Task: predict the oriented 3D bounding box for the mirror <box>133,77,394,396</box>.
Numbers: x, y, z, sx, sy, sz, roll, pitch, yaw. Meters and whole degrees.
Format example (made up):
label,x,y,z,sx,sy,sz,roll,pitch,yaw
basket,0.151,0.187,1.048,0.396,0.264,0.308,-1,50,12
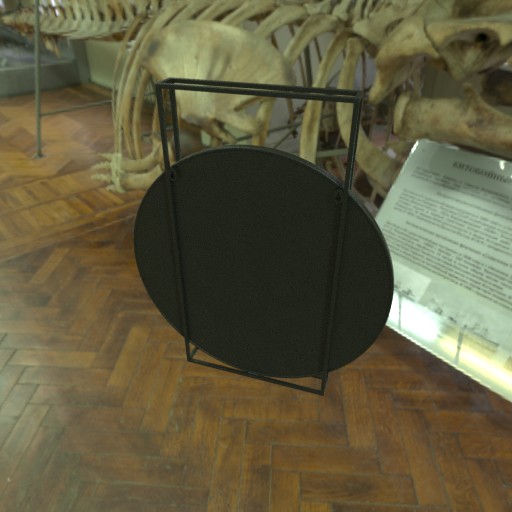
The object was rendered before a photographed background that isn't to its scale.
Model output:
label,x,y,z,sx,sy,sz,roll,pitch,yaw
mirror,0.000,0.000,0.829,0.508,0.603,0.051,10,34,15
